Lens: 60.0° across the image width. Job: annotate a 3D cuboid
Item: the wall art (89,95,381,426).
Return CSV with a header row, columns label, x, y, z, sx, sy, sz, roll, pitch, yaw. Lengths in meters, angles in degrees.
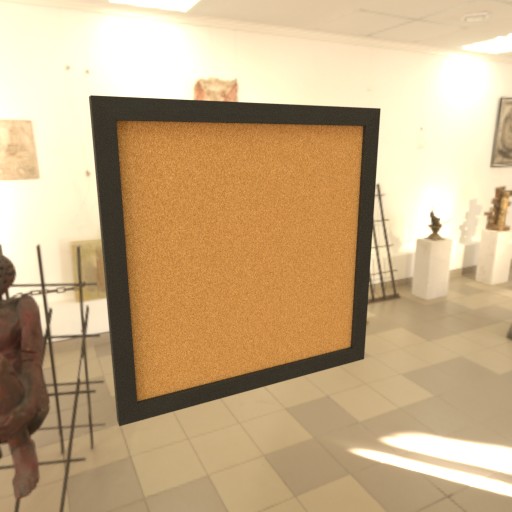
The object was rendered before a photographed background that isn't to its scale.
label,x,y,z,sx,sy,sz,roll,pitch,yaw
wall art,0.000,0.000,1.554,1.016,1.016,0.038,-7,16,-26
